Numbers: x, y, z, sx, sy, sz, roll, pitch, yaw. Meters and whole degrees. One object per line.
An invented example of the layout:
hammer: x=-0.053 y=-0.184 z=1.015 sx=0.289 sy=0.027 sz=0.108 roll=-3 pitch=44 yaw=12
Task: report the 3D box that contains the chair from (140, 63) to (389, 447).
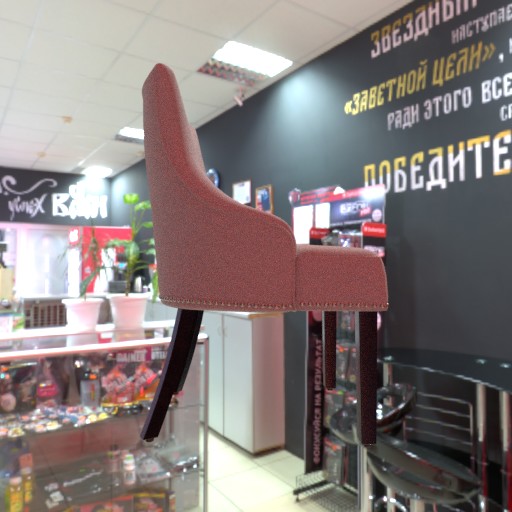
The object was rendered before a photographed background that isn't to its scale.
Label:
chair: x=0.000 y=0.000 z=1.290 sx=0.629 sy=0.909 sz=0.566 roll=0 pitch=-1 yaw=-1
